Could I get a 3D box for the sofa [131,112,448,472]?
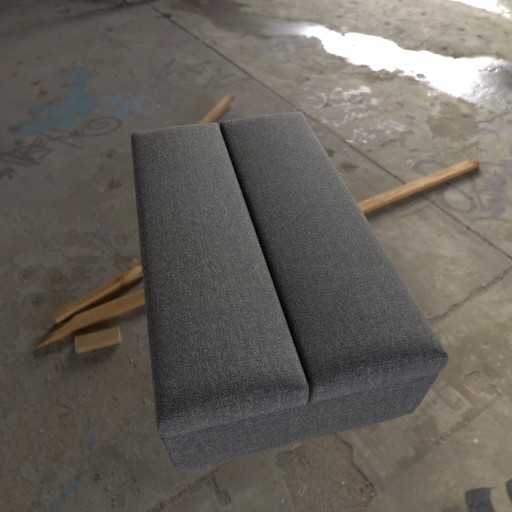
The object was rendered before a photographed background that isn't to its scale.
[{"bbox_3d":[0.000,0.000,1.566,0.782,0.417,1.198,-10,48,-9],"label":"sofa"}]
